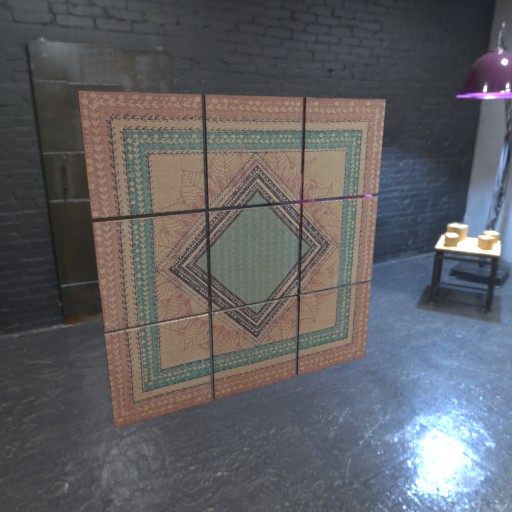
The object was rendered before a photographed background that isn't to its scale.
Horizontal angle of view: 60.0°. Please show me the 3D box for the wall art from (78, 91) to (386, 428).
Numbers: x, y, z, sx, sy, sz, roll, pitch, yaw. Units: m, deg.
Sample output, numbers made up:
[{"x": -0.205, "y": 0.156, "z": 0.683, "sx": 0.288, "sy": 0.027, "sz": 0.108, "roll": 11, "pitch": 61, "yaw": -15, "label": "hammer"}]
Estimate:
[{"x": 0.000, "y": 0.000, "z": 1.786, "sx": 1.215, "sy": 1.213, "sz": 0.013, "roll": -8, "pitch": 19, "yaw": -25, "label": "wall art"}]
